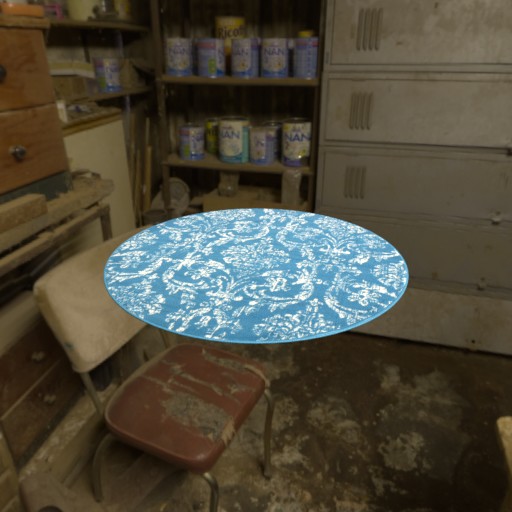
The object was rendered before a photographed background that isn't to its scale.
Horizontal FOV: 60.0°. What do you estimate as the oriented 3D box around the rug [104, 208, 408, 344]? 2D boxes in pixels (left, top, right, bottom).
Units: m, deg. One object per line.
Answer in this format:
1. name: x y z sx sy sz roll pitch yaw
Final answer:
1. rug: 0.000 0.000 2.425 1.593 0.012 1.593 0 25 0
